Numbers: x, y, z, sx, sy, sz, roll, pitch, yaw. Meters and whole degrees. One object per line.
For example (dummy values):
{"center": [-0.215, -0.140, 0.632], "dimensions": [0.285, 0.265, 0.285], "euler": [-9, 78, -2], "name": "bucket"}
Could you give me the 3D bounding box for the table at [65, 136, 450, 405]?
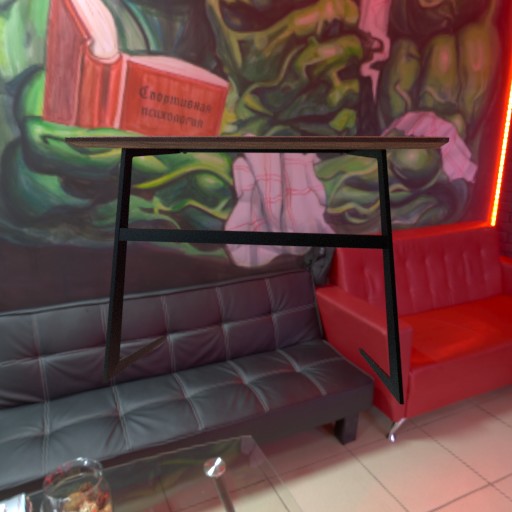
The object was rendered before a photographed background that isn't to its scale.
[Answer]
{"center": [0.000, 0.000, 1.107], "dimensions": [0.804, 0.576, 0.361], "euler": [2, 16, 7], "name": "table"}
